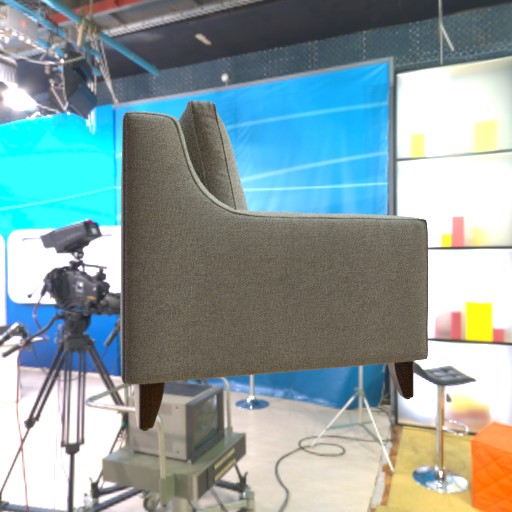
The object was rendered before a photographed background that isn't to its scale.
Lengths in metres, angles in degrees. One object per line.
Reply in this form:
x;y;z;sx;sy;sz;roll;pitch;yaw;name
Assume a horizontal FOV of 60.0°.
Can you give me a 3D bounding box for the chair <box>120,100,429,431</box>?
0.000;0.000;1.573;0.918;0.864;0.838;0;0;-17;chair
